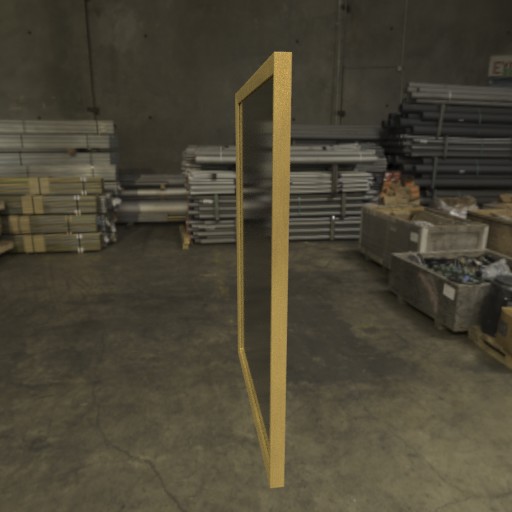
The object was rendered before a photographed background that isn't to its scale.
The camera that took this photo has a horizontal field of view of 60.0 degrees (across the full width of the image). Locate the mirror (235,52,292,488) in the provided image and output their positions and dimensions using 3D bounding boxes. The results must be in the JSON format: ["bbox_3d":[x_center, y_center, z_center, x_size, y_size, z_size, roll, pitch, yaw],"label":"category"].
[{"bbox_3d":[0.000,0.000,1.361,0.040,1.016,0.762,-2,14,-8],"label":"mirror"}]
